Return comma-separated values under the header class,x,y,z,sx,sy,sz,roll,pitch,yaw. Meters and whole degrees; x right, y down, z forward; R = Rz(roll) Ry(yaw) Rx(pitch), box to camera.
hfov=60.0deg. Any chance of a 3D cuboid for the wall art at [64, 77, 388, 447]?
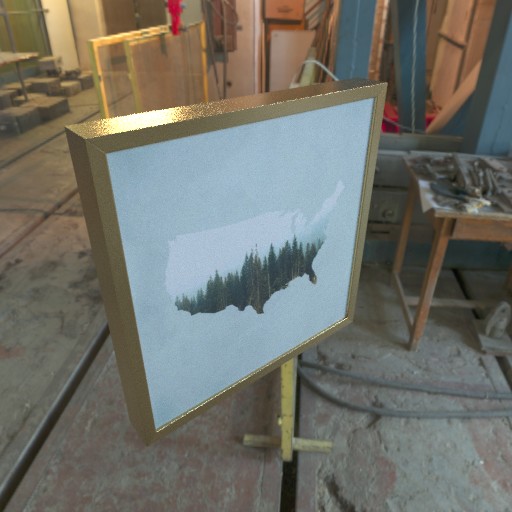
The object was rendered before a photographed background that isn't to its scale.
class,x,y,z,sx,sy,sz,roll,pitch,yaw
wall art,0.000,0.000,0.449,0.304,0.304,0.038,-23,38,-32
